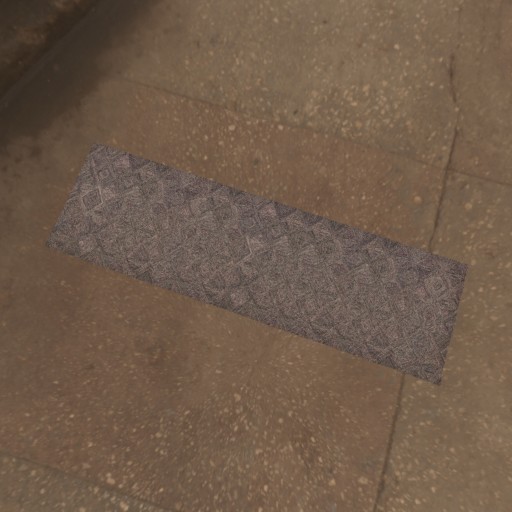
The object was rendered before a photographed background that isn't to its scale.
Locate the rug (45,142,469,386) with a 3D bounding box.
[{"bbox_3d":[0.000,0.000,2.494,2.296,0.011,0.691,19,77,4],"label":"rug"}]
